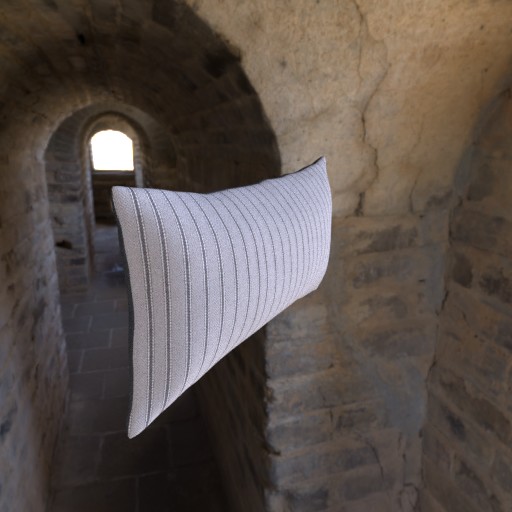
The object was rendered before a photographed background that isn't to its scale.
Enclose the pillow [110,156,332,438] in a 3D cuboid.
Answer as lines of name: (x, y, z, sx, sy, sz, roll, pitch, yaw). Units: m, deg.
pillow: (0.000, 0.000, 0.733, 0.151, 0.305, 0.609, 8, 16, 27)
